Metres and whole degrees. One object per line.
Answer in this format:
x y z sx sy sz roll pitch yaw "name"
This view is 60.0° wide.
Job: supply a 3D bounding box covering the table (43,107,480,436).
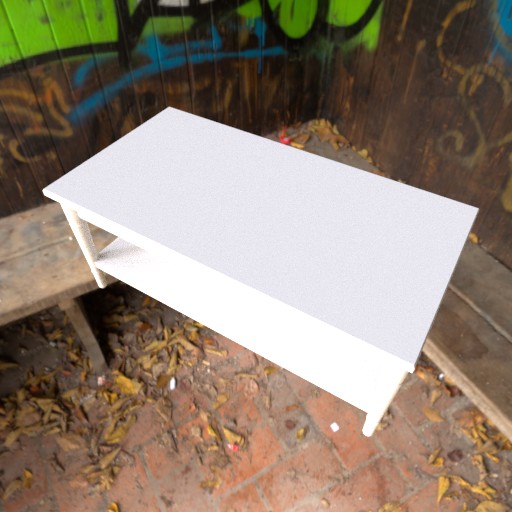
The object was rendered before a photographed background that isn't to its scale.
0.000 0.000 1.381 1.067 0.457 0.559 24 51 21 "table"
